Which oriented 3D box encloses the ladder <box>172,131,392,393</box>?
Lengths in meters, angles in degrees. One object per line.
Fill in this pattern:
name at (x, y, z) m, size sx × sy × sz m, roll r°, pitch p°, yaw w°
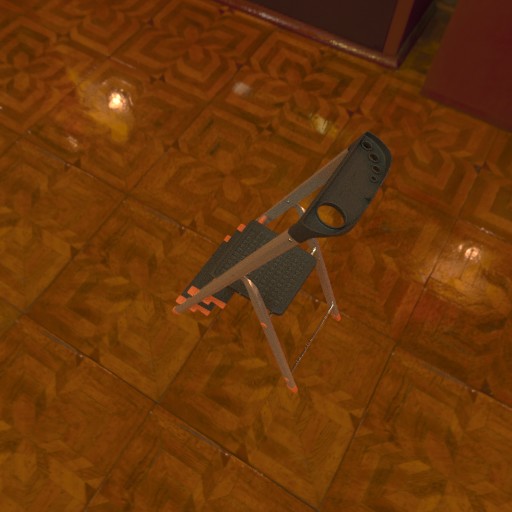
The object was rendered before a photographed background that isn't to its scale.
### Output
ladder at (0.000, 0.000, 1.542) m, size 0.686 × 1.229 × 0.416 m, roll 31°, pitch 67°, yaw 14°
